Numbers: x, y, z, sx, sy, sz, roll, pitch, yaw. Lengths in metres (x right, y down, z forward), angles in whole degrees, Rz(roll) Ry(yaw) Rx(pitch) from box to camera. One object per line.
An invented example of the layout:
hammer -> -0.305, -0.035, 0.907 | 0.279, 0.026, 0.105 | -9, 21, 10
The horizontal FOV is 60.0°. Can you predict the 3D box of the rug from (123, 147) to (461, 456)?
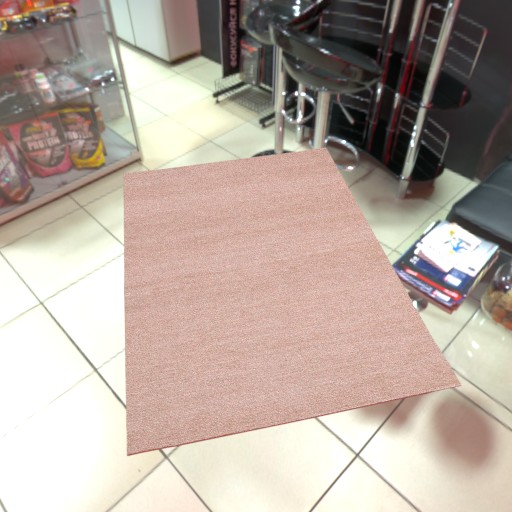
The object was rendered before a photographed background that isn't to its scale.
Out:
rug -> 0.000, 0.000, 4.164 | 2.434, 0.045, 3.202 | -9, 47, -8
